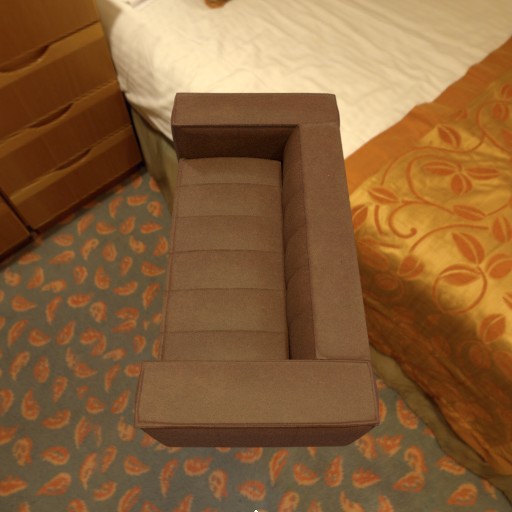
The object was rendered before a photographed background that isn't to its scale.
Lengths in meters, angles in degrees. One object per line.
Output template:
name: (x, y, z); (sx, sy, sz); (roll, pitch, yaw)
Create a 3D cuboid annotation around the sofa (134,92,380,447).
sofa: (0.000, 0.000, 2.649); (1.102, 0.703, 2.088); (0, 60, 0)
